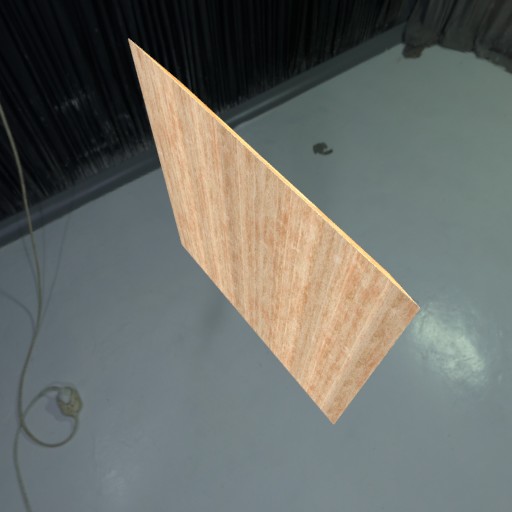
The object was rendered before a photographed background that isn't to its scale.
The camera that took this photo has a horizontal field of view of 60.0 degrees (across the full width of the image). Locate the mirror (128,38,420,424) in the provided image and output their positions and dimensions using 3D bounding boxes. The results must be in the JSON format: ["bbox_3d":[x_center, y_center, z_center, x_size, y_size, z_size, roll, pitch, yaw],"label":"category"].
[{"bbox_3d":[0.000,0.000,0.915,0.047,0.651,0.651,-34,64,-19],"label":"mirror"}]
